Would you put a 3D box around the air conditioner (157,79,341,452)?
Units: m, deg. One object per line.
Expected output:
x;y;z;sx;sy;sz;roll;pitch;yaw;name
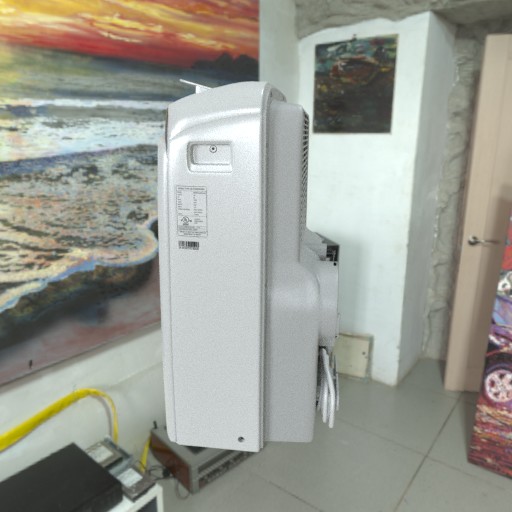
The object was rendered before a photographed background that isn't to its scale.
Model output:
0.000;0.000;1.080;0.414;0.786;0.449;2;15;8;air conditioner
